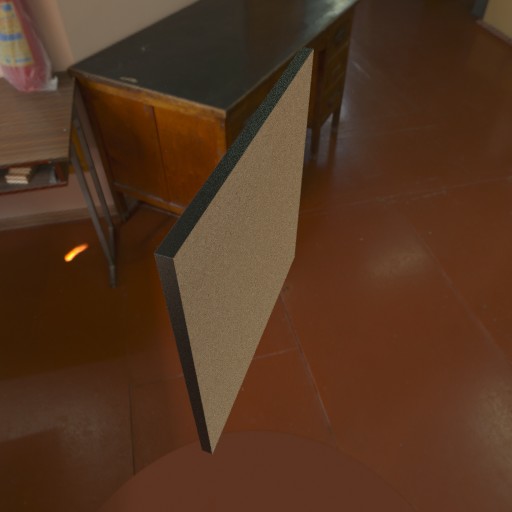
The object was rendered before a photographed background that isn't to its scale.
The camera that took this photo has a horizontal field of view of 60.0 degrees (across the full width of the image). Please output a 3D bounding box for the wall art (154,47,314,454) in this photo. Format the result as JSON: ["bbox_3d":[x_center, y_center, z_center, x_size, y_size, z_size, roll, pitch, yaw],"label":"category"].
[{"bbox_3d":[0.000,0.000,1.163,0.031,0.775,0.773,15,49,14],"label":"wall art"}]
